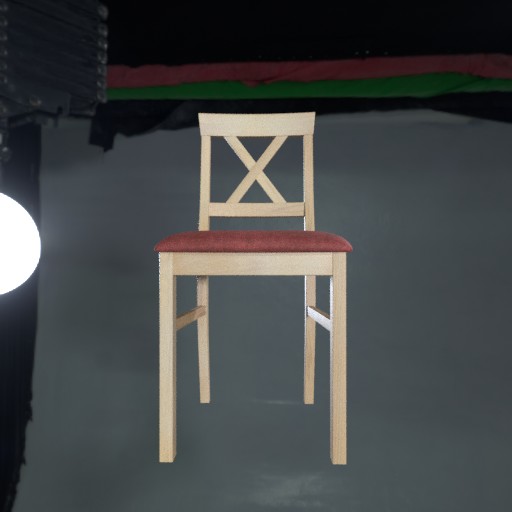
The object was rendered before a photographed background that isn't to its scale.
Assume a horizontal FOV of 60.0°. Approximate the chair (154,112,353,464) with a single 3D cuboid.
[{"bbox_3d":[0.000,0.000,1.191,0.439,0.912,0.492,0,0,2],"label":"chair"}]
